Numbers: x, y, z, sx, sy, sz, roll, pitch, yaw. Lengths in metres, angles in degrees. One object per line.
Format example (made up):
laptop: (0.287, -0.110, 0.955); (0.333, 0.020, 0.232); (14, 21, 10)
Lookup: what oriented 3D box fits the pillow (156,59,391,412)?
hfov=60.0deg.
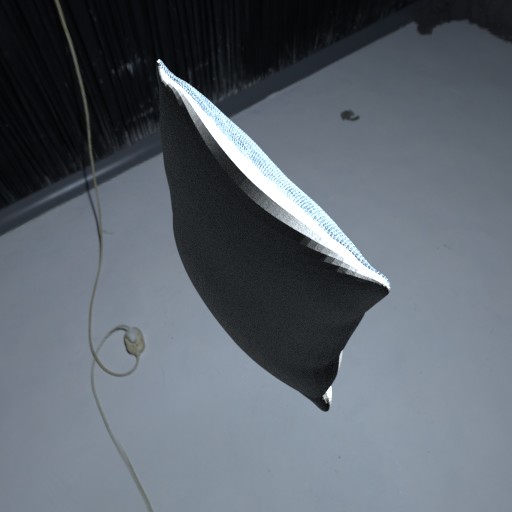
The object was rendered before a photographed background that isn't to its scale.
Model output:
pillow: (0.000, 0.000, 0.676); (0.182, 0.441, 0.440); (-32, 64, -18)
